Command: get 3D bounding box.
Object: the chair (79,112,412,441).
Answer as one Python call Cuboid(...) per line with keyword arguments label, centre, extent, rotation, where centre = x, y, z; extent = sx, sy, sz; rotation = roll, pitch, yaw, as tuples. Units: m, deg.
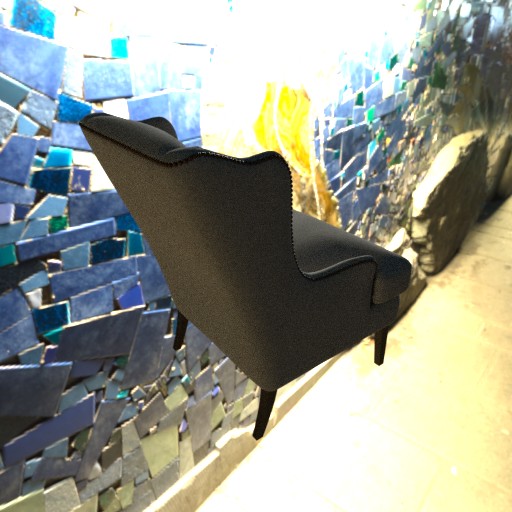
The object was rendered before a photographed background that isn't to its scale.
Cuboid(label="chair", centre=(0.000, 0.000, 1.631), extent=(0.940, 1.029, 0.737), rotation=(-18, 32, -32))
